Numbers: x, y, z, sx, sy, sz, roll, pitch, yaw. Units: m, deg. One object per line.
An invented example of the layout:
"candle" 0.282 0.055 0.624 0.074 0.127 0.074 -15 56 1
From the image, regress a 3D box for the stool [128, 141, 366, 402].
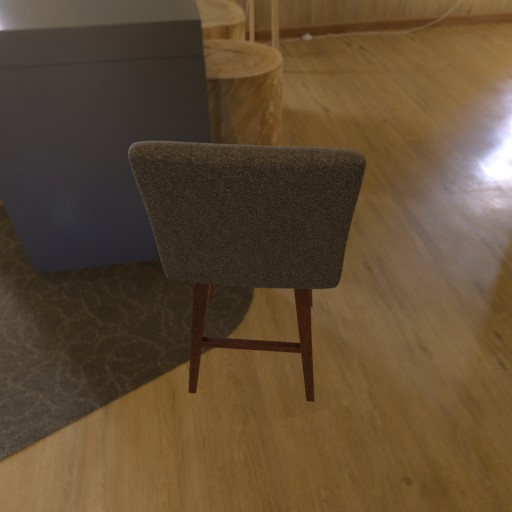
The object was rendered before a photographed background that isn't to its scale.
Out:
"stool" 0.000 0.000 1.357 0.489 1.068 0.572 3 46 3
